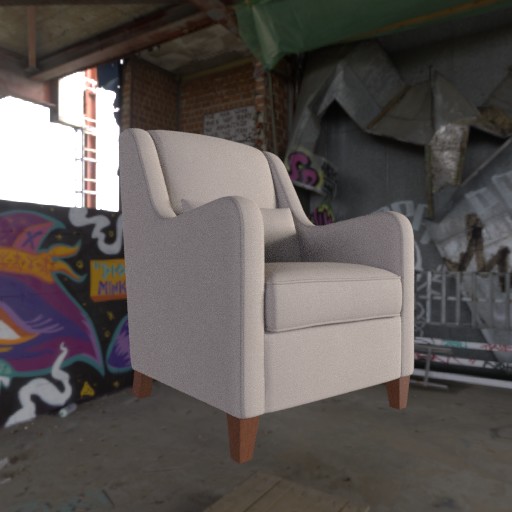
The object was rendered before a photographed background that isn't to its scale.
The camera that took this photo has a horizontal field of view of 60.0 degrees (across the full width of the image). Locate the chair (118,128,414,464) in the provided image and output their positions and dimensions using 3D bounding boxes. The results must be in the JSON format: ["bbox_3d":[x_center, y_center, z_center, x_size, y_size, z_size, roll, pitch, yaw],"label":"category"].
[{"bbox_3d":[0.000,0.000,1.584,0.715,1.010,0.863,0,0,-37],"label":"chair"}]
